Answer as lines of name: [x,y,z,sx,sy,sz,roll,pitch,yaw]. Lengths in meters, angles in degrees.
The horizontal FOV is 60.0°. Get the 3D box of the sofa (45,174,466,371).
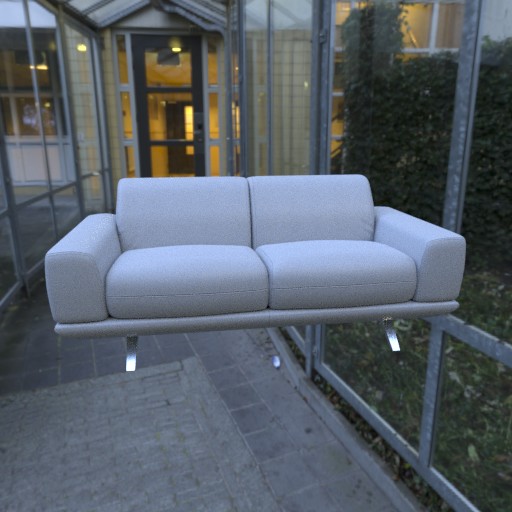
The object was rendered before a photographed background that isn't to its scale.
sofa: [0.000,0.000,2.381,1.901,0.772,0.900,-2,16,-8]
